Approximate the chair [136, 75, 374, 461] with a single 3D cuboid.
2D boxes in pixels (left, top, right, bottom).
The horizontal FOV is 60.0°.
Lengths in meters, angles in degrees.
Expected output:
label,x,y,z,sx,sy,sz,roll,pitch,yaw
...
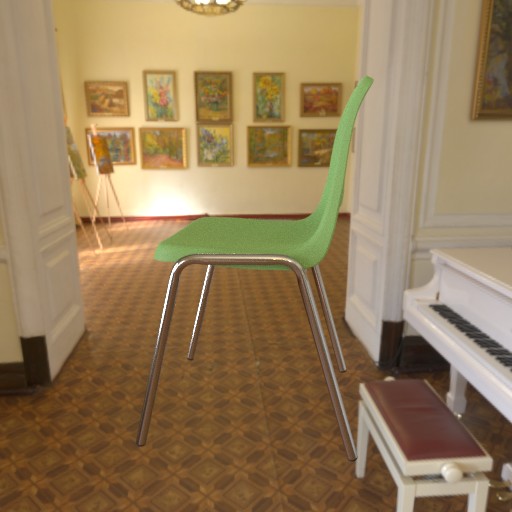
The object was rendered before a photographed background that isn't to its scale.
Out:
label,x,y,z,sx,sy,sz,roll,pitch,yaw
chair,0.000,0.000,0.947,0.436,0.704,0.381,2,15,7
